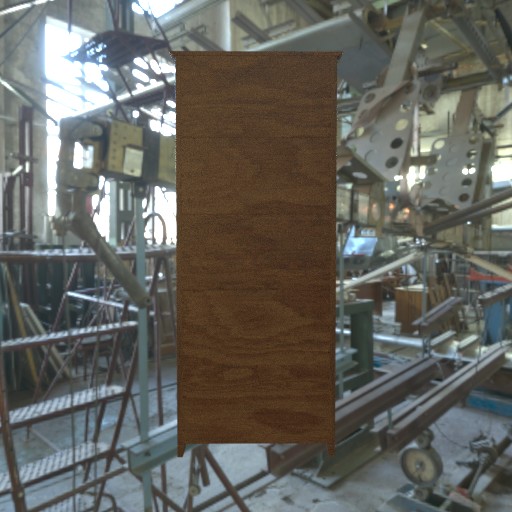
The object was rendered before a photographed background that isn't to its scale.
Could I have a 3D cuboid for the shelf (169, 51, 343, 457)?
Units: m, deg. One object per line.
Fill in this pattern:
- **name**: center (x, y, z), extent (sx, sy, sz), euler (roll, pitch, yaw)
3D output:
- **shelf**: center (0.000, 0.000, 2.246), extent (0.805, 1.905, 0.335), euler (0, 2, -1)
